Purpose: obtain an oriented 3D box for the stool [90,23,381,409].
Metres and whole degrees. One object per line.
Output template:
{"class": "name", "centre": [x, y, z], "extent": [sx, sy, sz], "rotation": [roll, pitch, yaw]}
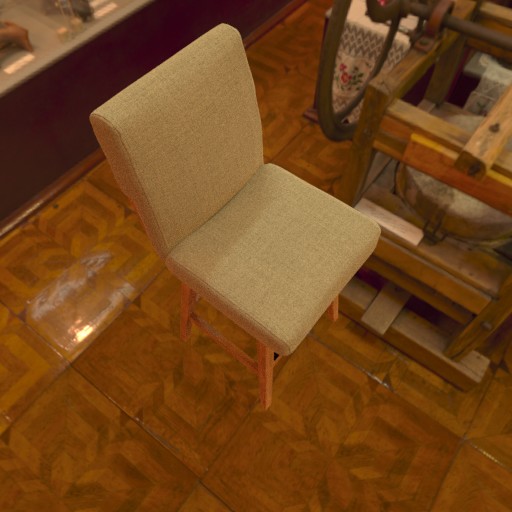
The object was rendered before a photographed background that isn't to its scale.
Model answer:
{"class": "stool", "centre": [0.000, 0.000, 1.361], "extent": [0.569, 1.106, 0.483], "rotation": [35, 65, 19]}
